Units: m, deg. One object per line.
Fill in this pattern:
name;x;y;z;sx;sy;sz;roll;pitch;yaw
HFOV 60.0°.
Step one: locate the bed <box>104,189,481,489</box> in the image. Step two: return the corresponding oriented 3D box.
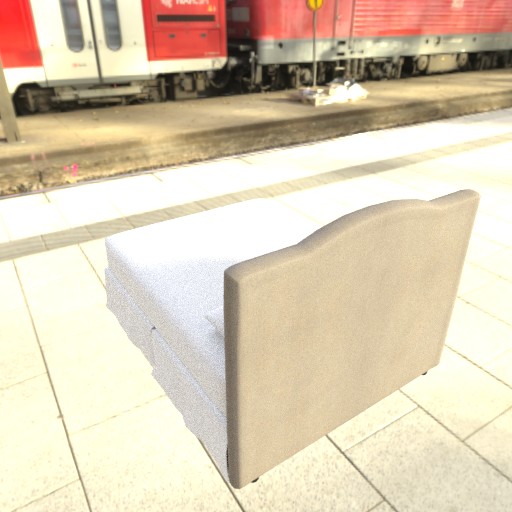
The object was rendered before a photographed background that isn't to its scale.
bed;0.000;0.000;3.183;1.744;1.441;2.128;-18;33;-30
